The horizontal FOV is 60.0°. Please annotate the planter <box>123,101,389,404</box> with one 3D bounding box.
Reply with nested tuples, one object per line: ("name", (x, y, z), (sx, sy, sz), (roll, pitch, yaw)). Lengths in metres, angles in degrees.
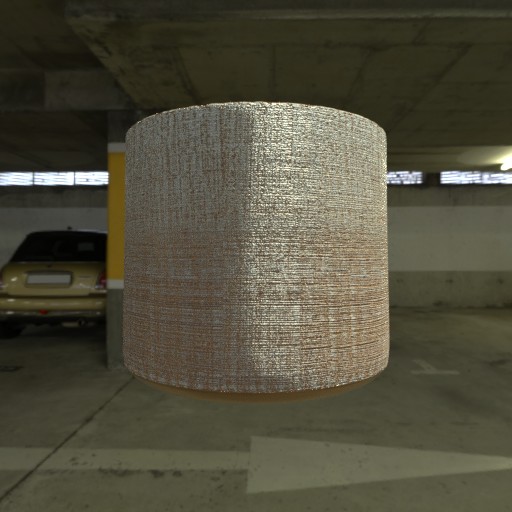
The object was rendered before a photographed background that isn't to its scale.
("planter", (0.000, 0.000, 0.308), (0.177, 0.157, 0.177), (0, 0, 0))
